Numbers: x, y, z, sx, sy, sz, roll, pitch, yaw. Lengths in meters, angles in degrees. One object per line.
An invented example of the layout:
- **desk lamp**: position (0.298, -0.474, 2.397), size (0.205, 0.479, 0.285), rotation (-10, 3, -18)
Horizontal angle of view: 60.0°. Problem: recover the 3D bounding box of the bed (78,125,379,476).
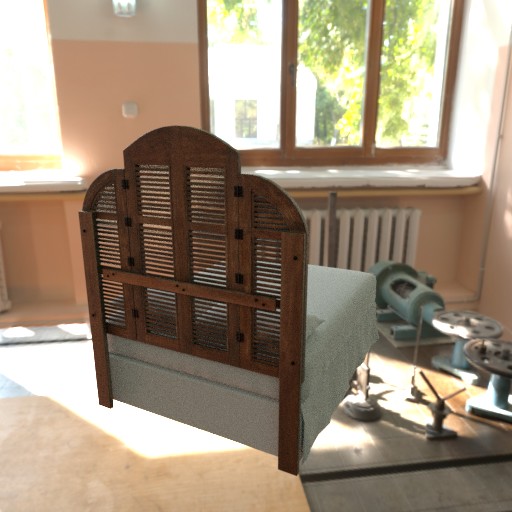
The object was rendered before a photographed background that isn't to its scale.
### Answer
- **bed**: position (0.000, 0.000, 3.648), size (1.713, 2.019, 2.138), rotation (8, 17, 26)
